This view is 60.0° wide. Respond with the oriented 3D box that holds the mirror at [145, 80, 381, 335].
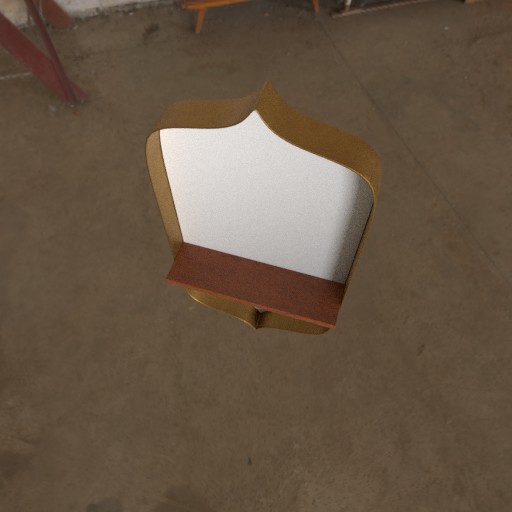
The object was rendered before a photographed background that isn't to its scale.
[{"bbox_3d":[0.000,0.000,0.741,0.323,0.613,0.096,15,59,9],"label":"mirror"}]
